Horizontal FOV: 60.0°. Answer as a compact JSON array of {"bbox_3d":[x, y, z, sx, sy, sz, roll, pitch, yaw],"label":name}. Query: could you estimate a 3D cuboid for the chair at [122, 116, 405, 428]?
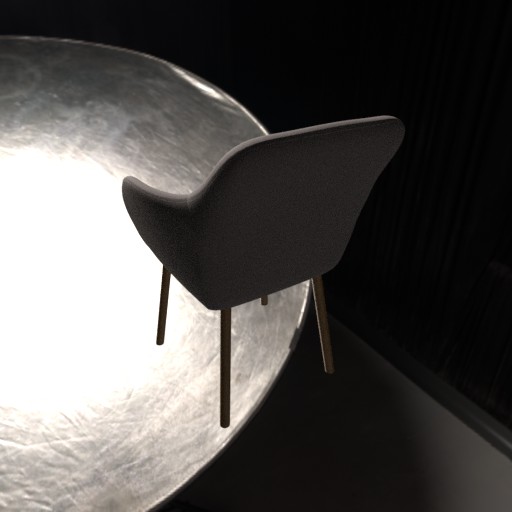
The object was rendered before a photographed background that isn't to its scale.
[{"bbox_3d":[0.000,0.000,1.223,0.570,0.830,0.590,-18,34,-28],"label":"chair"}]
